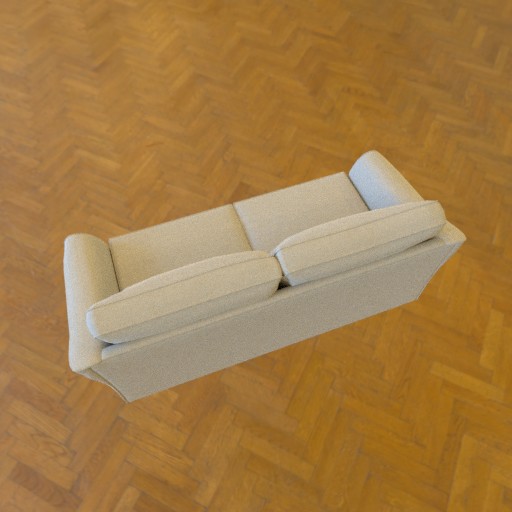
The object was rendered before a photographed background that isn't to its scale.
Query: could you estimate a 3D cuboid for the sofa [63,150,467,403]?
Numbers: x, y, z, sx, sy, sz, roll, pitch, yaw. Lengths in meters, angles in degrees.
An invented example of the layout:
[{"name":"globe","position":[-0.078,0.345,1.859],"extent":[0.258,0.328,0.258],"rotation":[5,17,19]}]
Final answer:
[{"name":"sofa","position":[0.000,0.000,2.810],"extent":[2.270,0.965,0.980],"rotation":[-17,59,-11]}]
